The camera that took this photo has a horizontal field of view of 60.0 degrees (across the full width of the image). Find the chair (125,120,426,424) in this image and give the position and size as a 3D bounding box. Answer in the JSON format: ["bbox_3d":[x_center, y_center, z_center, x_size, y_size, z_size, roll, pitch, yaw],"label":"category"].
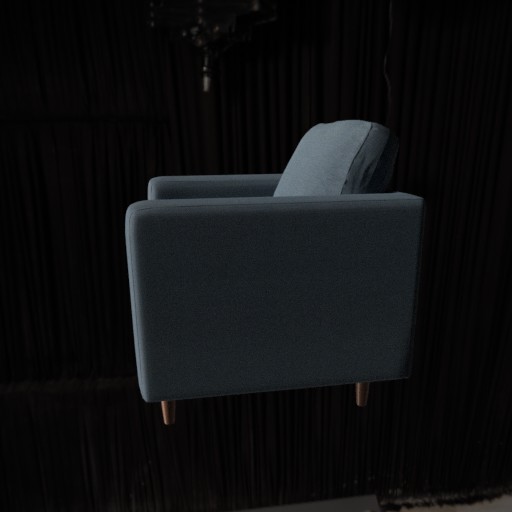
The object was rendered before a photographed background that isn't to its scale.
[{"bbox_3d":[0.000,0.000,1.580,0.820,0.922,0.855,-2,15,-9],"label":"chair"}]
